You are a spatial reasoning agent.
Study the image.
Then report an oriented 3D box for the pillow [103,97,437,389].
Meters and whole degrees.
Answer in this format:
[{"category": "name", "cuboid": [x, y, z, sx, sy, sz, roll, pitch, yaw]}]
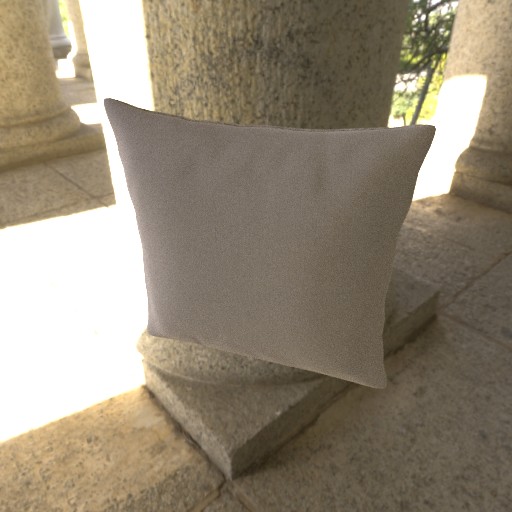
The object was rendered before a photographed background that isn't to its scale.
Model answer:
[{"category": "pillow", "cuboid": [0.000, 0.000, 0.789, 0.523, 0.510, 0.166, 10, 33, 16]}]
